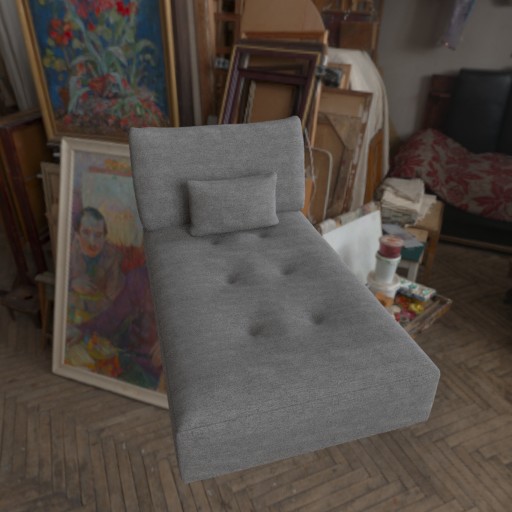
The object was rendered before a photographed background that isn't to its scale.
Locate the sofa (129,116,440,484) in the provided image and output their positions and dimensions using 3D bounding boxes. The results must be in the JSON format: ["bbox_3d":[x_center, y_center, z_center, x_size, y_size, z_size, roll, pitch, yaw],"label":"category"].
[{"bbox_3d":[0.000,0.000,1.910,0.930,0.820,1.450,-8,32,-14],"label":"sofa"}]
